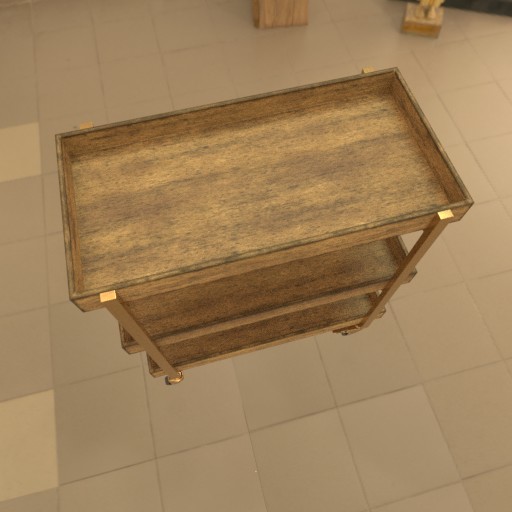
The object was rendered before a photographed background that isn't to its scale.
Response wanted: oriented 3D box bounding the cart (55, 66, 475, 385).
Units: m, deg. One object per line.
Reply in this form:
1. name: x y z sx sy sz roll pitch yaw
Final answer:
1. cart: 0.000 0.000 1.225 0.750 0.799 0.416 -14 65 -6
